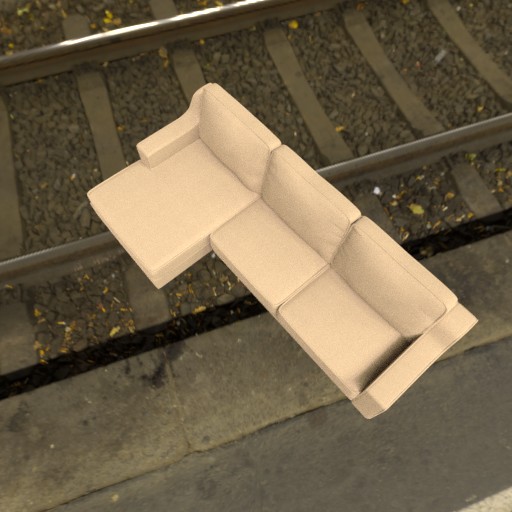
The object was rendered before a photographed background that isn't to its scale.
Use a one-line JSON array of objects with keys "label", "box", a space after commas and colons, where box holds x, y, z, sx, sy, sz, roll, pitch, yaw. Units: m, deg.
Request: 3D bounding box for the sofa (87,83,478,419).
[{"label": "sofa", "box": [0.000, 0.000, 3.106, 1.294, 0.928, 2.561, -38, 69, -17]}]
